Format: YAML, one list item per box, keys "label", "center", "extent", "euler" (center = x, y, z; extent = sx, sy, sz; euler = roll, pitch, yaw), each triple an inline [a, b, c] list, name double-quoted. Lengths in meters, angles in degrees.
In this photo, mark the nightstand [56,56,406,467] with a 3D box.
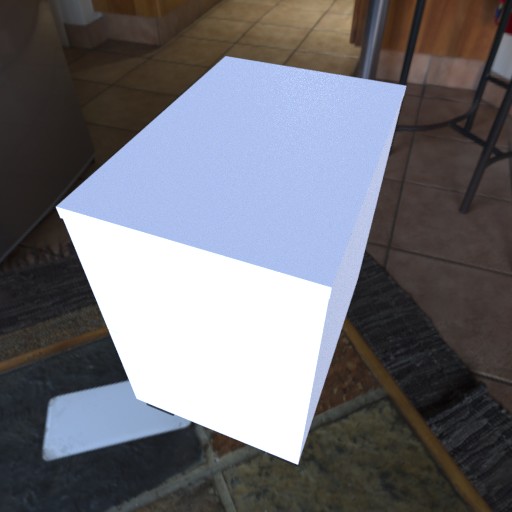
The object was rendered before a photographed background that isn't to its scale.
- label: "nightstand"
  center: [0.000, 0.000, 0.751]
  extent: [0.325, 0.460, 0.441]
  euler: [16, 48, 15]
